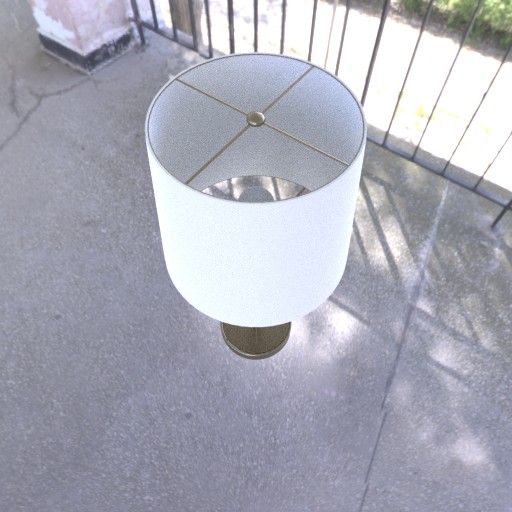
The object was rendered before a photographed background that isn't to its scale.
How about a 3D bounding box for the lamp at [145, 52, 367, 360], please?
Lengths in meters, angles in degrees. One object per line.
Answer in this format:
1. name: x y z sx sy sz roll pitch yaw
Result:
1. lamp: 0.000 0.000 0.776 0.303 0.618 0.303 0 58 0
